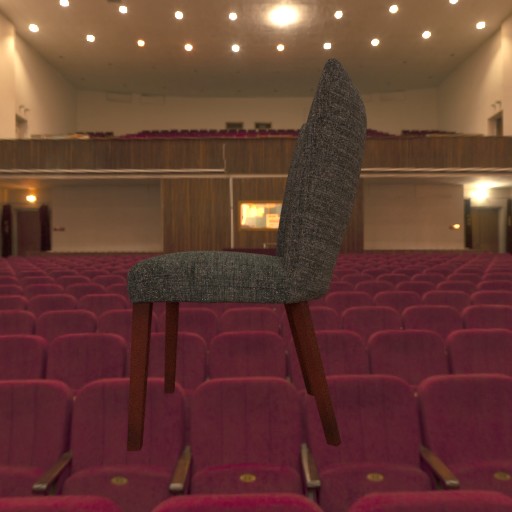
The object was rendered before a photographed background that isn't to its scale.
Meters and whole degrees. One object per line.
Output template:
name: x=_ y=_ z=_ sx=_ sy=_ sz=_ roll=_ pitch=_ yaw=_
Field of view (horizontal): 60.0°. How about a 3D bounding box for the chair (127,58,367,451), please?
chair: x=0.000 y=0.000 z=1.286 sx=0.623 sy=0.924 sz=0.535 roll=0 pitch=0 yaw=0
